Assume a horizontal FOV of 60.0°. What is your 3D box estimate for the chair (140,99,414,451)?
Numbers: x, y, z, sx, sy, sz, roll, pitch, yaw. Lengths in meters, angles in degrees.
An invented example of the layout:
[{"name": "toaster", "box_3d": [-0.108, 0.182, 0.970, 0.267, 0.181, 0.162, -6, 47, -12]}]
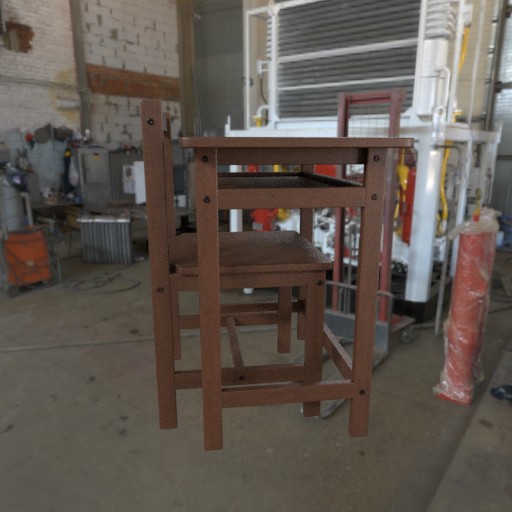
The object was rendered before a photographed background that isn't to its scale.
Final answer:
[{"name": "chair", "box_3d": [0.000, 0.000, 1.062, 0.463, 0.673, 0.599, -2, 14, -8]}]
